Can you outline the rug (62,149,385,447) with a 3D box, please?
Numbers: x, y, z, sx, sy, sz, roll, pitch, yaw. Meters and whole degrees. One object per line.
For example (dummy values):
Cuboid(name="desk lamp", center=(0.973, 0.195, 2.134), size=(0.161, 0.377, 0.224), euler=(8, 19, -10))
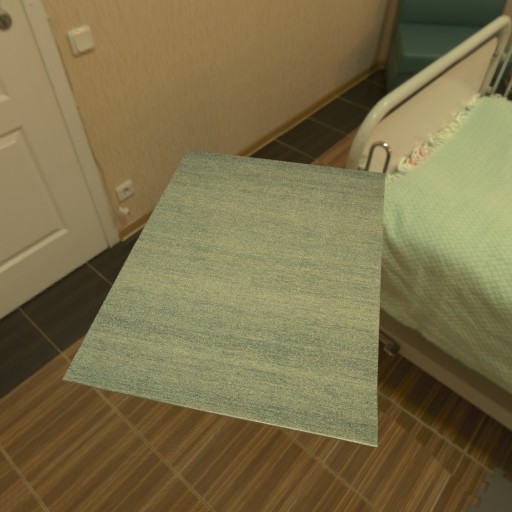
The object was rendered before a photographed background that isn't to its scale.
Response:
Cuboid(name="rug", center=(0.000, 0.000, 4.377), size=(2.461, 0.046, 3.237), euler=(9, 49, 8))
